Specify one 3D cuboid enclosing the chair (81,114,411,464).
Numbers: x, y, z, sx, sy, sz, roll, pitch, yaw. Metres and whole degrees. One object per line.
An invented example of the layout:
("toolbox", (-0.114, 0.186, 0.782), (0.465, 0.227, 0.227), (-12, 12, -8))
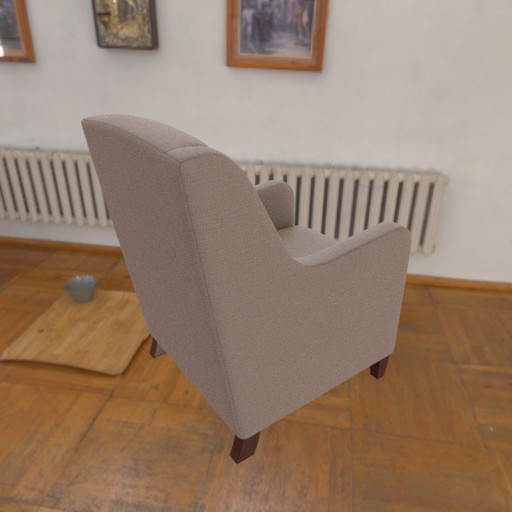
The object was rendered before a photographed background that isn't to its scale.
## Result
("chair", (0.000, 0.000, 1.597), (0.896, 1.017, 0.715), (-17, 30, -32))
